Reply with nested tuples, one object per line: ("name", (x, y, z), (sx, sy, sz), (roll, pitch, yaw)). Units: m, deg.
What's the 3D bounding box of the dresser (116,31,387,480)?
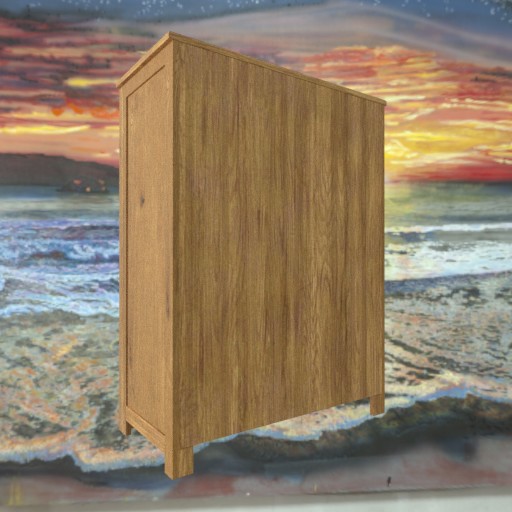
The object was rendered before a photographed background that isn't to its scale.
("dresser", (0.000, 0.000, 1.943), (1.081, 1.431, 0.558), (0, 0, -36))
